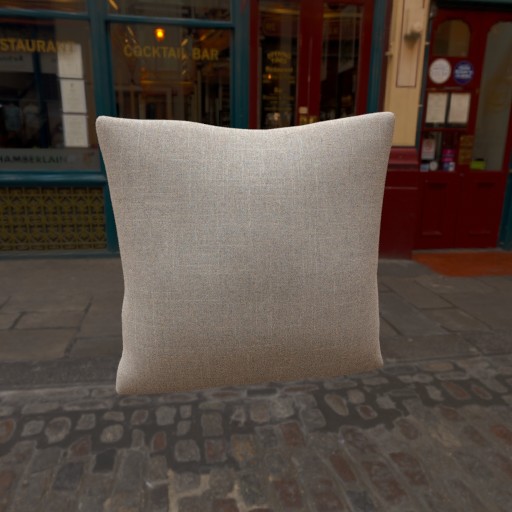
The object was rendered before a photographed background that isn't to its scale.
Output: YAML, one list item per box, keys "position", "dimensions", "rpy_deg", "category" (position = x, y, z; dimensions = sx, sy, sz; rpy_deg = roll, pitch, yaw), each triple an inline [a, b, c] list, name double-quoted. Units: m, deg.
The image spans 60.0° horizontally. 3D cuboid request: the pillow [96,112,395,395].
- position: [0.000, 0.000, 0.888]
  dimensions: [0.578, 0.558, 0.192]
  rpy_deg: [-2, 14, -10]
  category: "pillow"
